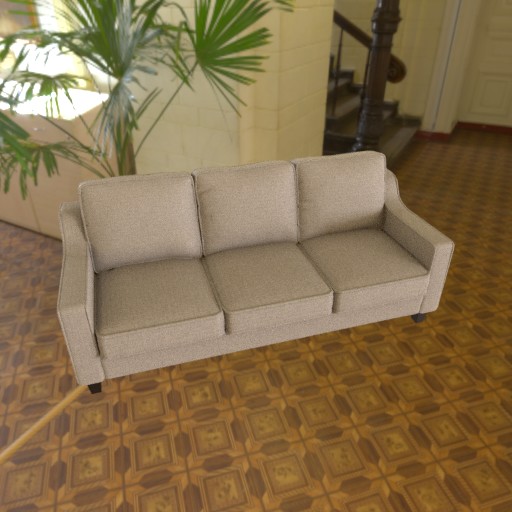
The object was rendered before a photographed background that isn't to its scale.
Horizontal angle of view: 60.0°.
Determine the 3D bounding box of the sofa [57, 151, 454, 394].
[{"bbox_3d":[0.000,0.000,2.653,2.129,0.950,0.899,-9,32,-14],"label":"sofa"}]
